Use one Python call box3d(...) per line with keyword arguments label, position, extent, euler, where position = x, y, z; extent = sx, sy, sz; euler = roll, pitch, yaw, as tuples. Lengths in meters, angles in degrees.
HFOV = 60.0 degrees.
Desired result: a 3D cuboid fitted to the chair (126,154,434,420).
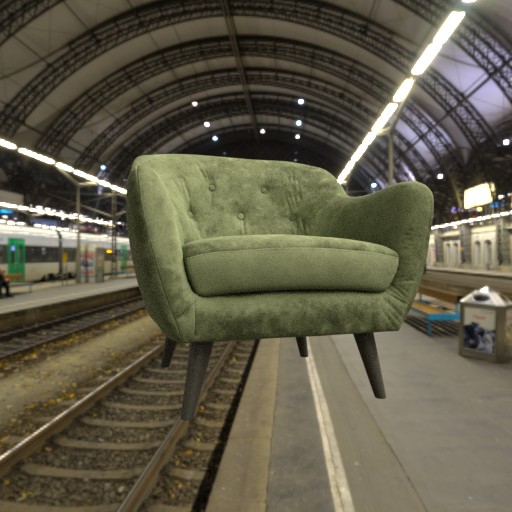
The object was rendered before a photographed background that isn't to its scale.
box3d(label="chair", position=(0.000, 0.000, 1.476), extent=(0.840, 0.804, 0.819), euler=(0, 0, -17))
